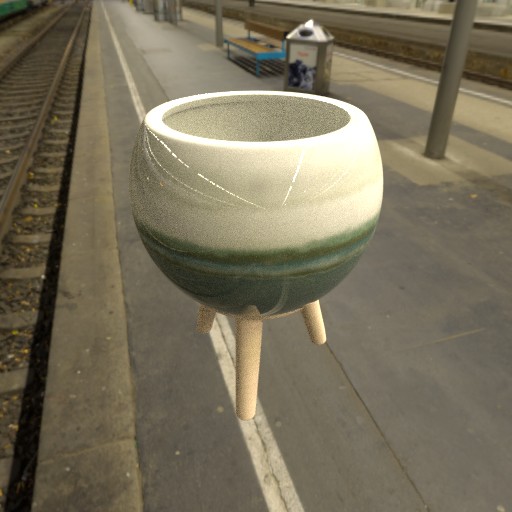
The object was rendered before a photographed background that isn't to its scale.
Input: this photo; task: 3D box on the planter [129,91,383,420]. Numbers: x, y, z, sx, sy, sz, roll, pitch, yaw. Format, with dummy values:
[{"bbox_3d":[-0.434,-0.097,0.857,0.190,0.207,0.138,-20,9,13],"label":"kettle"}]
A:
[{"bbox_3d":[0.000,0.000,0.438,0.222,0.278,0.222,0,31,0],"label":"planter"}]
